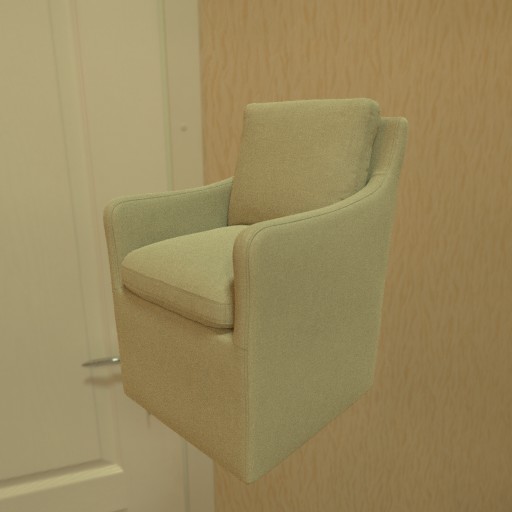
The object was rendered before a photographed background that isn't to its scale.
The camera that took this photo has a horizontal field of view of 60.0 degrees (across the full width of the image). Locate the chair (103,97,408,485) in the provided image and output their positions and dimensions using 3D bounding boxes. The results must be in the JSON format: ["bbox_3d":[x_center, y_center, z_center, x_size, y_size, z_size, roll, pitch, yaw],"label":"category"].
[{"bbox_3d":[0.000,0.000,1.348,0.626,0.914,0.694,15,22,41],"label":"chair"}]
